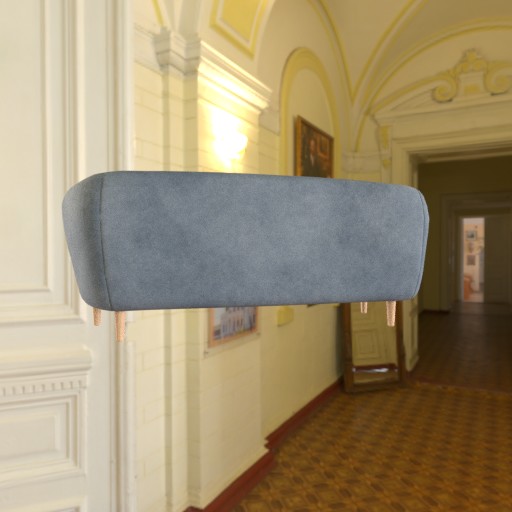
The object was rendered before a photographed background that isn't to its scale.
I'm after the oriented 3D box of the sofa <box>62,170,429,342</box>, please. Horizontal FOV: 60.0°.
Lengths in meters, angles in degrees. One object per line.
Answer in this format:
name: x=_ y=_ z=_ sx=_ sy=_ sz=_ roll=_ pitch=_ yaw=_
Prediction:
sofa: x=0.000 y=0.000 z=2.503 sx=2.095 sy=0.795 sz=0.849 roll=0 pitch=1 yaw=-17
